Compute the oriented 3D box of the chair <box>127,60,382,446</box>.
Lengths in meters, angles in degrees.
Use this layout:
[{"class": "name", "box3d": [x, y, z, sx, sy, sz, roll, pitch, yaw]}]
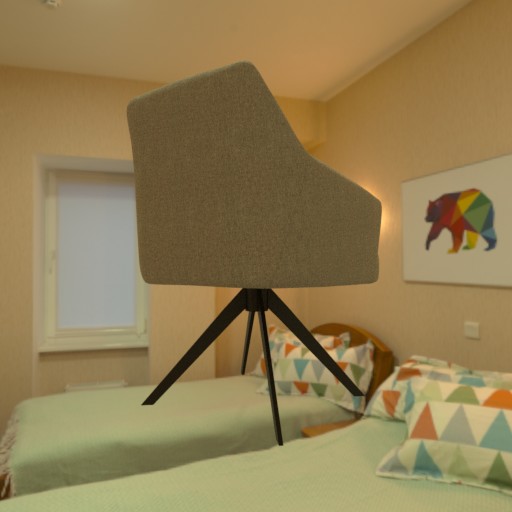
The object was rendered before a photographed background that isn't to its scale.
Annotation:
[{"class": "chair", "box3d": [0.000, 0.000, 1.349, 0.642, 0.874, 0.677, -1, -1, 36]}]
